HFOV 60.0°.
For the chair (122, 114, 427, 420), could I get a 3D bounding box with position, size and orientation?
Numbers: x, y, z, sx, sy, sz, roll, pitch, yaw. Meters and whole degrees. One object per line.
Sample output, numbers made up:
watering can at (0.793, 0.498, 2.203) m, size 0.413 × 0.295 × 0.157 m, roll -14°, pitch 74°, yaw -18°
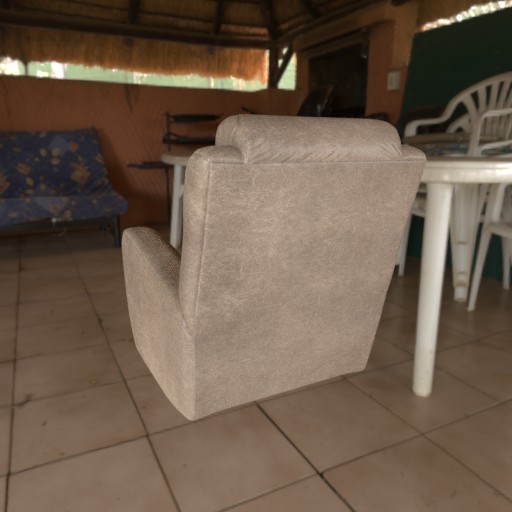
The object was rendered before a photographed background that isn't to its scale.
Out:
chair at (0.000, 0.000, 1.933) m, size 0.967 × 1.116 × 1.068 m, roll -7°, pitch 16°, yaw -27°
